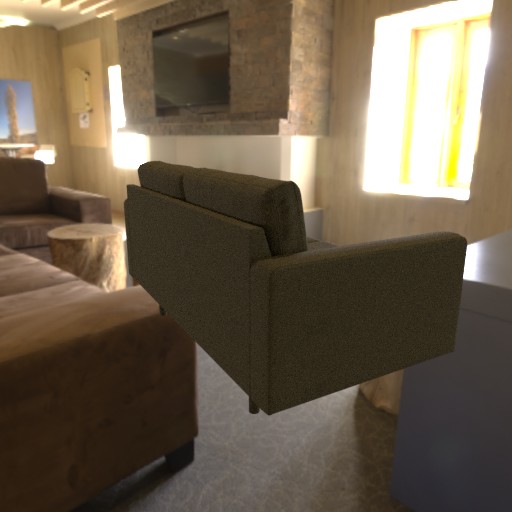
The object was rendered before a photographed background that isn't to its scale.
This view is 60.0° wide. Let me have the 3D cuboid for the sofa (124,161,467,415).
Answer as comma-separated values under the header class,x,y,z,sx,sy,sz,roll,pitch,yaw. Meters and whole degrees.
class,x,y,z,sx,sy,sz,roll,pitch,yaw
sofa,0.000,0.000,2.232,0.889,0.897,1.730,-8,17,-28
